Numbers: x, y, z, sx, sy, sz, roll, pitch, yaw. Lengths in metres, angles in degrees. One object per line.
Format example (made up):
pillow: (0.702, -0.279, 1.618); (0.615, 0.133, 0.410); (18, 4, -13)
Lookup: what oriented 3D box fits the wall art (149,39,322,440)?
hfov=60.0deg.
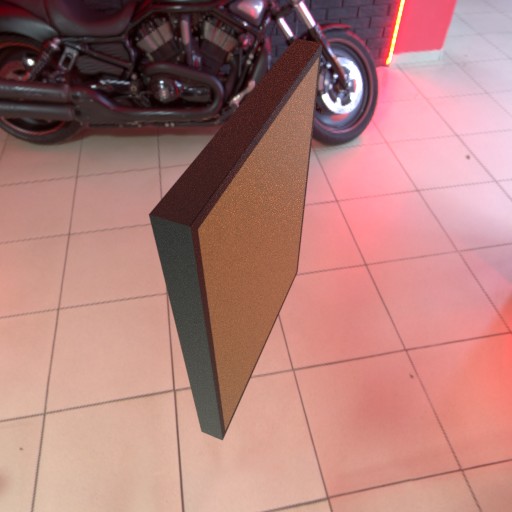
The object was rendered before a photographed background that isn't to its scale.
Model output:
wall art: (0.000, 0.000, 0.509); (0.030, 0.369, 0.294); (17, 50, 15)
